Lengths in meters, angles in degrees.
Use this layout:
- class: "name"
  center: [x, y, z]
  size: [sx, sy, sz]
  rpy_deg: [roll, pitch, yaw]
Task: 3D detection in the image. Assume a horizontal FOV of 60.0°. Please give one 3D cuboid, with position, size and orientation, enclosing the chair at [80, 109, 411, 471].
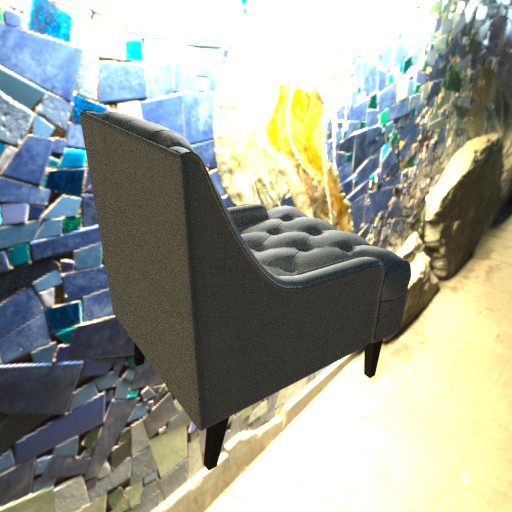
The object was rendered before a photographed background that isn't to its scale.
- class: "chair"
  center: [0.000, 0.000, 1.392]
  size: [0.772, 0.891, 0.658]
  rpy_deg: [-17, 31, -31]
